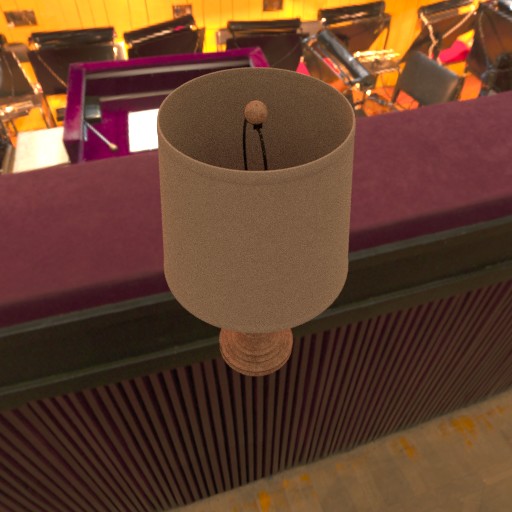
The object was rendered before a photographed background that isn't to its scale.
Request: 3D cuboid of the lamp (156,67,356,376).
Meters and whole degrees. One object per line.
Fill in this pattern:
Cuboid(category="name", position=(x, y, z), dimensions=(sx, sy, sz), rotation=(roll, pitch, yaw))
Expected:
Cuboid(category="lamp", position=(0.000, 0.000, 0.664), dimensions=(0.273, 0.497, 0.273), rotation=(0, 48, 0))
